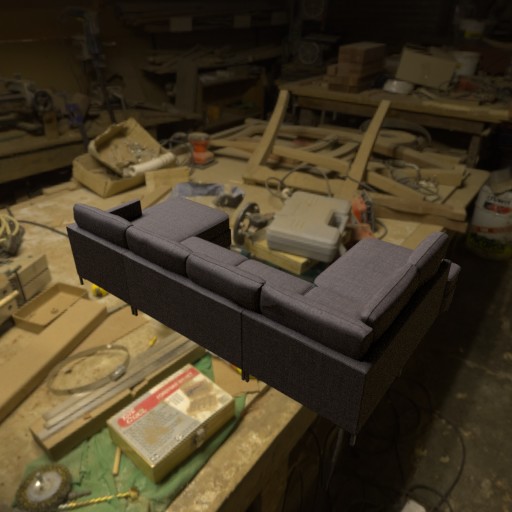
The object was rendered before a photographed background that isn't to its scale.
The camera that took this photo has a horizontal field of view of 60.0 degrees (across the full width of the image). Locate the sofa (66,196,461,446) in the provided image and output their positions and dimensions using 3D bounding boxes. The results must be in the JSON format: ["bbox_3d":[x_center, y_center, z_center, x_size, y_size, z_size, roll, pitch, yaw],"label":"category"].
[{"bbox_3d":[0.000,0.000,4.462,3.423,0.999,2.048,22,37,32],"label":"sofa"}]
